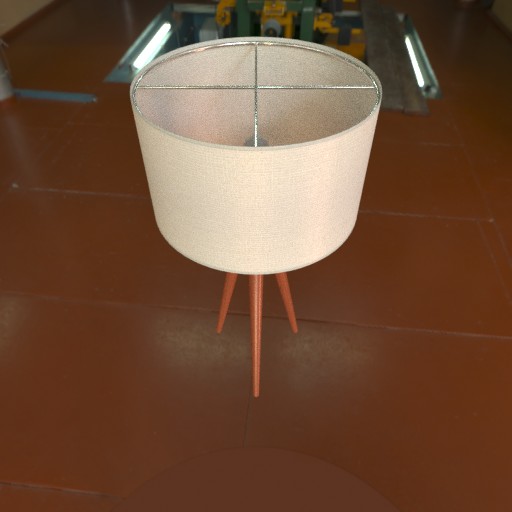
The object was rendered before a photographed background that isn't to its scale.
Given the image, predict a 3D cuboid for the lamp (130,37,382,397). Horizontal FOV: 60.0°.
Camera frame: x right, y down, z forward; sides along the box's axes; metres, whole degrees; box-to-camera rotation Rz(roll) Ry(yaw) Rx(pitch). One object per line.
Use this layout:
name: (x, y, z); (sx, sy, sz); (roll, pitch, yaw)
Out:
lamp: (0.000, 0.000, 0.885); (0.354, 0.709, 0.355); (31, 53, 27)
